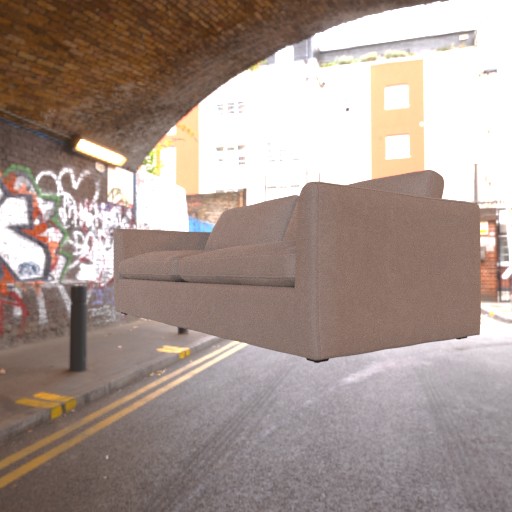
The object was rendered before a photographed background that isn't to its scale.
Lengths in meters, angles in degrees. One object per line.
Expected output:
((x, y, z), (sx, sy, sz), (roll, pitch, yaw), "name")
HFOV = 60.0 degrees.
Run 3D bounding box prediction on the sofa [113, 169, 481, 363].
((0.000, 0.000, 2.725), (1.090, 0.838, 2.588), (1, -2, -35), "sofa")
